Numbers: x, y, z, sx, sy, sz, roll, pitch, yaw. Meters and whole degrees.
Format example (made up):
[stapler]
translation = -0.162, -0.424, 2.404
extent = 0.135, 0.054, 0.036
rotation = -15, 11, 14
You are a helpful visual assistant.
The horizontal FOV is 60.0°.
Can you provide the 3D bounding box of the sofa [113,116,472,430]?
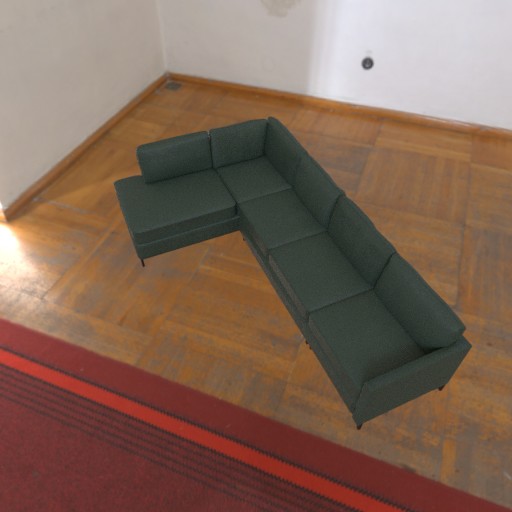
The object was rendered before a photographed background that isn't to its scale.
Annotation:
[sofa]
translation = 0.000, 0.000, 4.252
extent = 2.048, 0.996, 3.384
rotation = -18, 50, -16
